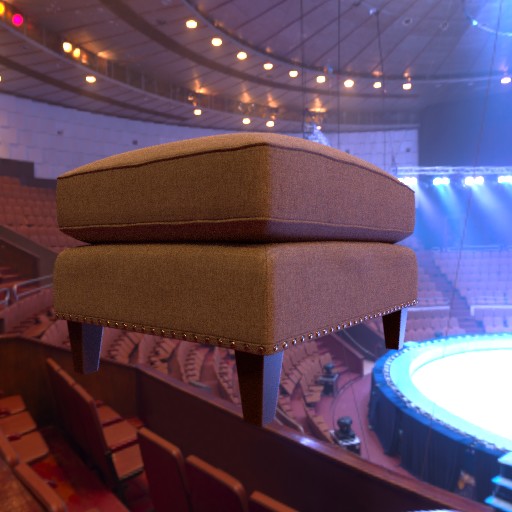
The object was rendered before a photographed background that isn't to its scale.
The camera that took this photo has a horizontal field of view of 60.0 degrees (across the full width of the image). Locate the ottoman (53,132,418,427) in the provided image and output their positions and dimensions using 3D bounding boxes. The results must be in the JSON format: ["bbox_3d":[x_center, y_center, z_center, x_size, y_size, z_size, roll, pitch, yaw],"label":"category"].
[{"bbox_3d":[0.000,0.000,1.100,0.584,0.513,0.741,1,1,36],"label":"ottoman"}]
